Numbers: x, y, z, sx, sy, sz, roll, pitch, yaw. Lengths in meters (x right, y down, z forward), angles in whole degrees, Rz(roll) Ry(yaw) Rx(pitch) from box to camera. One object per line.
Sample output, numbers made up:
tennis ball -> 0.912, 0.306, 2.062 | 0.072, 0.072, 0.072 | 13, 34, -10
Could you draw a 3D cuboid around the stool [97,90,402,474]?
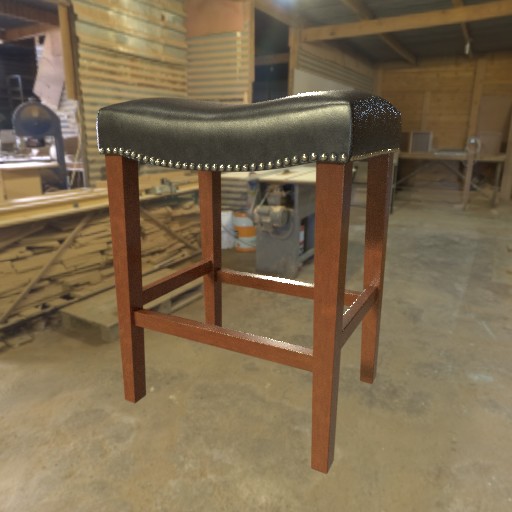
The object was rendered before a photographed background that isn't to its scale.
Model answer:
stool -> 0.000, 0.000, 0.958 | 0.504, 0.654, 0.372 | 8, 18, 27
